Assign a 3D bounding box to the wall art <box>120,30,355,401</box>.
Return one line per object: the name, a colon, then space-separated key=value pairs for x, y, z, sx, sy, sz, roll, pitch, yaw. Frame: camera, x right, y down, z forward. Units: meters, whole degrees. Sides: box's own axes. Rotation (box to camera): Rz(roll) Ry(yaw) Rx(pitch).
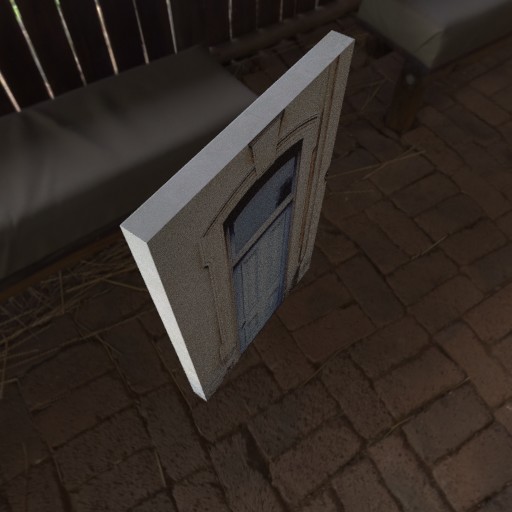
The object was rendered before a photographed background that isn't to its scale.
wall art: x=0.000 y=0.000 z=0.770 sx=0.036 sy=0.607 sz=0.403 roll=32 pitch=63 yaw=18
